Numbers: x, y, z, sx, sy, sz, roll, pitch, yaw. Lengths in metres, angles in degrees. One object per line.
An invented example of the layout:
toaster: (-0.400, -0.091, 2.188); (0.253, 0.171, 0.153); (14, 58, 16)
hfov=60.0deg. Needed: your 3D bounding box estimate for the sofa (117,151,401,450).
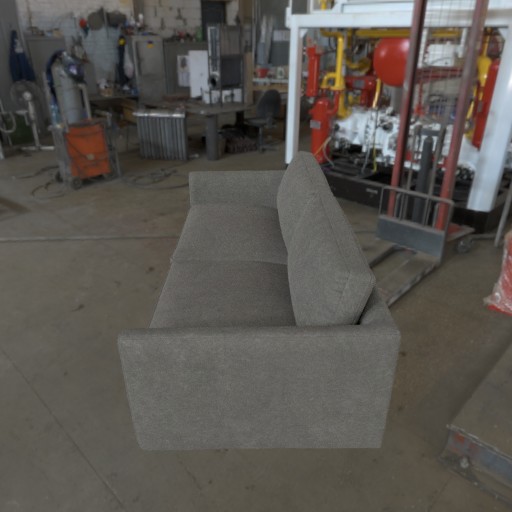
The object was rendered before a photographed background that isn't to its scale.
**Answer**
sofa: (0.000, 0.000, 2.753); (1.092, 0.838, 2.257); (0, 27, -1)
